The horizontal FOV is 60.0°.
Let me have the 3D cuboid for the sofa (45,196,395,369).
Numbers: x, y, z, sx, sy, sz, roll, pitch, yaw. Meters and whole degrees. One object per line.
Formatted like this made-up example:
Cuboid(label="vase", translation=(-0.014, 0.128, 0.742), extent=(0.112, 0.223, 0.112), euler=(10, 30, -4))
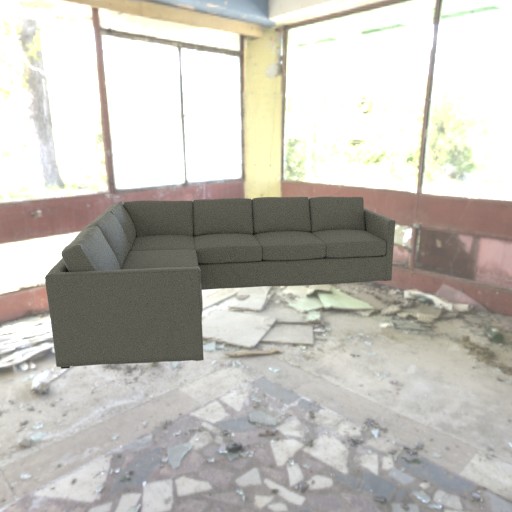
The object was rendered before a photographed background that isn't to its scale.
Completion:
Cuboid(label="sofa", translation=(0.000, 0.000, 4.325), extent=(3.182, 0.871, 2.432), euler=(-2, 15, -9))
